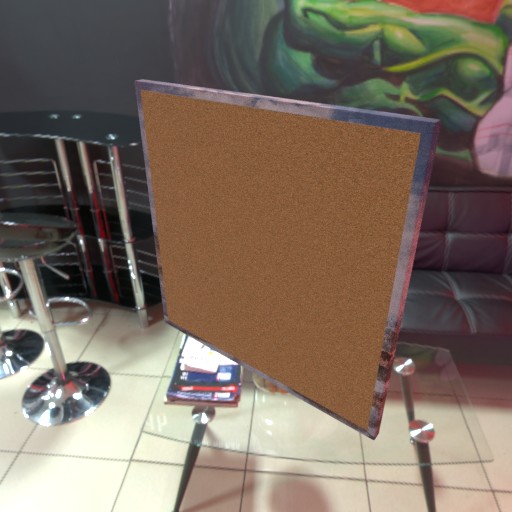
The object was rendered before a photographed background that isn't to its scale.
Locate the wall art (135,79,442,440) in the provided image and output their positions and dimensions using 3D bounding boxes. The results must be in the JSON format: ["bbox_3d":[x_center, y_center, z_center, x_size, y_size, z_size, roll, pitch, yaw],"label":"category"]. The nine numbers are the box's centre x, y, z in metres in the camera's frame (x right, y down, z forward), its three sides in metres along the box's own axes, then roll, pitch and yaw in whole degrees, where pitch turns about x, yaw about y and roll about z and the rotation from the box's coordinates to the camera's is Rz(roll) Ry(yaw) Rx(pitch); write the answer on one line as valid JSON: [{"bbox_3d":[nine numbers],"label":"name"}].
[{"bbox_3d":[0.000,0.000,1.481,1.010,1.020,0.040,21,36,32],"label":"wall art"}]
